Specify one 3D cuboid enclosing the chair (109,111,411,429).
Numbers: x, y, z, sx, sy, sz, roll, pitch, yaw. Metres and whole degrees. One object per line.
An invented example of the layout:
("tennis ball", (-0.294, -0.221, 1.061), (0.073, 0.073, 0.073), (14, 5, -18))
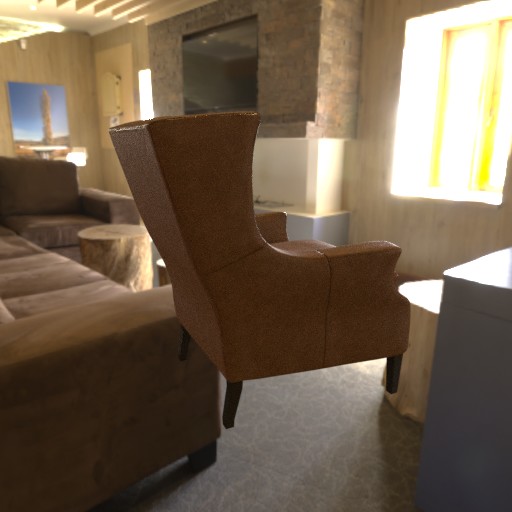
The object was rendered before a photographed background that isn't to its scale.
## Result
("chair", (0.000, 0.000, 1.705), (0.925, 1.016, 0.852), (-7, 16, -25))
